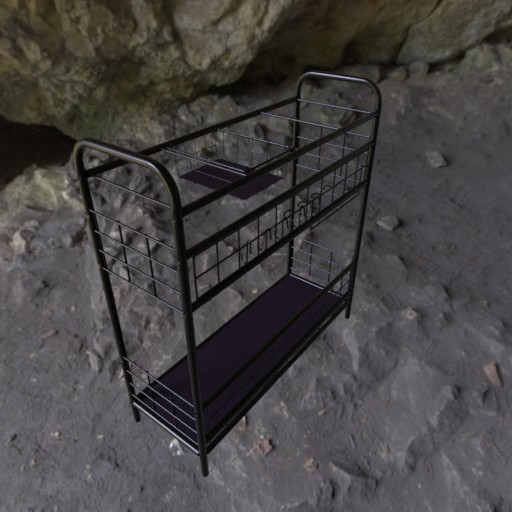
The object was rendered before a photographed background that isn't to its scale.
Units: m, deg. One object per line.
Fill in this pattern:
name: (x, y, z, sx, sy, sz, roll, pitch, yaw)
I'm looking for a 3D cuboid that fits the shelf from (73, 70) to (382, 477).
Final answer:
shelf: (0.000, 0.000, 1.507, 0.350, 1.026, 0.961, 23, 40, 31)
